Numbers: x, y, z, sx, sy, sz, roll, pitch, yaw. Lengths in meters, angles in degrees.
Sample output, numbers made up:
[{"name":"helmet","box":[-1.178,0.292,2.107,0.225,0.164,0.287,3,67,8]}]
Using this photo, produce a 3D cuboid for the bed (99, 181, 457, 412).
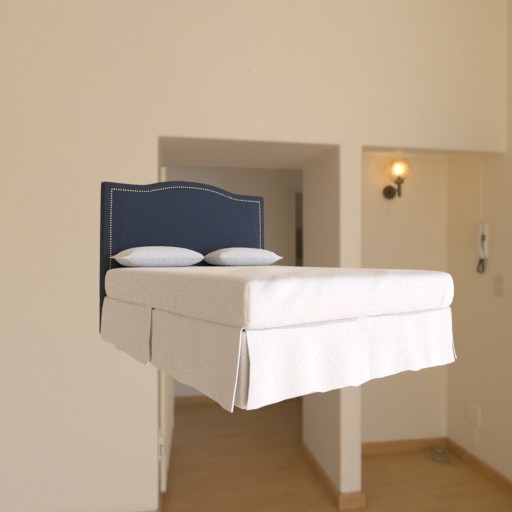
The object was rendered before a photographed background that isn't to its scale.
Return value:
[{"name":"bed","box":[0.000,0.000,3.399,1.821,1.436,2.282,0,0,-35]}]
